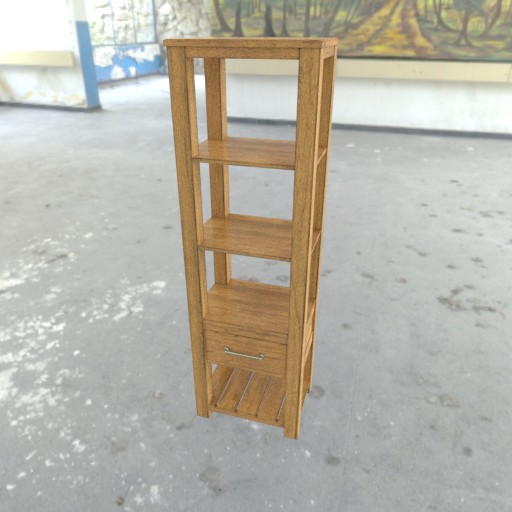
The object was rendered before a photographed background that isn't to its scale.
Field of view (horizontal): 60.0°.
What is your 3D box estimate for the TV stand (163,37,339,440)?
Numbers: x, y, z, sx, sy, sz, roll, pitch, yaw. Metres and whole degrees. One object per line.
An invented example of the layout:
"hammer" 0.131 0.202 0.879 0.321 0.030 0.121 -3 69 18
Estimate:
"TV stand" 0.000 0.000 2.072 0.565 1.828 0.435 8 28 15
